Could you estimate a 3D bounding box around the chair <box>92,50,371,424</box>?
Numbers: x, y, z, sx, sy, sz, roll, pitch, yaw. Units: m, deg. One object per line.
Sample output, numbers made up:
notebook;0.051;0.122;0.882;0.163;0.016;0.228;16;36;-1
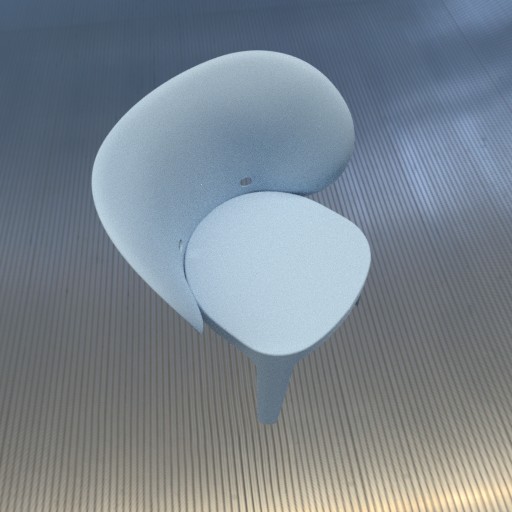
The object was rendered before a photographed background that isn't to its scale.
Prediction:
chair;0.000;0.000;0.834;0.402;0.554;0.451;33;64;19
